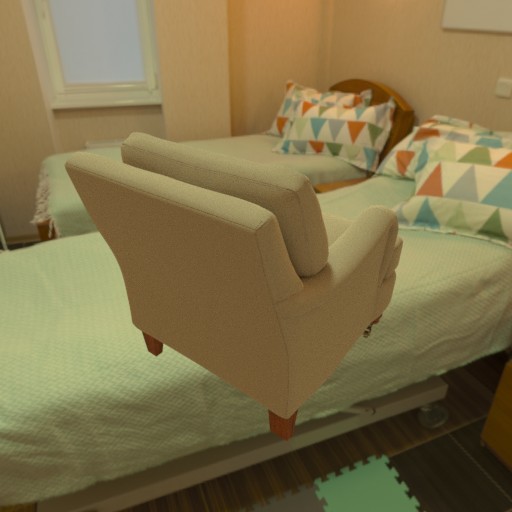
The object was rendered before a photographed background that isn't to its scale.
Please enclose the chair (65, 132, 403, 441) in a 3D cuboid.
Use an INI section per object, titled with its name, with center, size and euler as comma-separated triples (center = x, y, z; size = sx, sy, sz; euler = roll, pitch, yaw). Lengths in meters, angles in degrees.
[chair]
center = 0.000, 0.000, 1.885
size = 0.955, 1.038, 1.070
euler = 21, 36, 33
